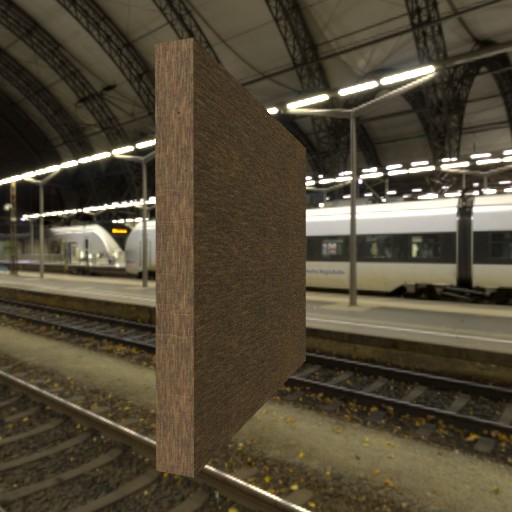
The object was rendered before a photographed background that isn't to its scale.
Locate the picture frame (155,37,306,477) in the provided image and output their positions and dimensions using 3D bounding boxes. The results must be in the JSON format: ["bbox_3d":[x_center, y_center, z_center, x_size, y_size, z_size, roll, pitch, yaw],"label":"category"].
[{"bbox_3d":[0.000,0.000,0.516,0.033,0.330,0.378,0,1,19],"label":"picture frame"}]
